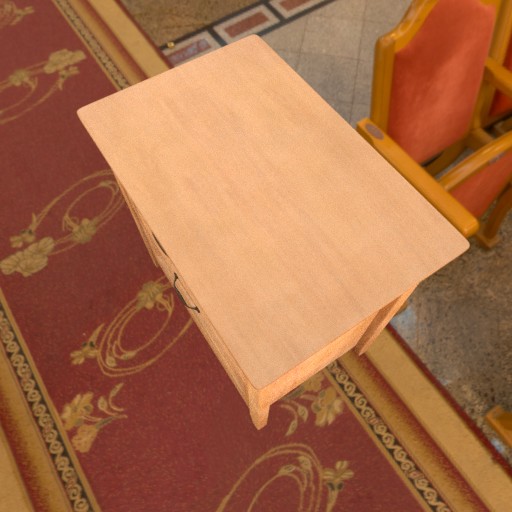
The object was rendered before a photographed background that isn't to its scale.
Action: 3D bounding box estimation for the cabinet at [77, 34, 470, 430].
[{"bbox_3d":[0.000,0.000,1.277,0.503,0.762,0.763,-30,66,-15],"label":"cabinet"}]
